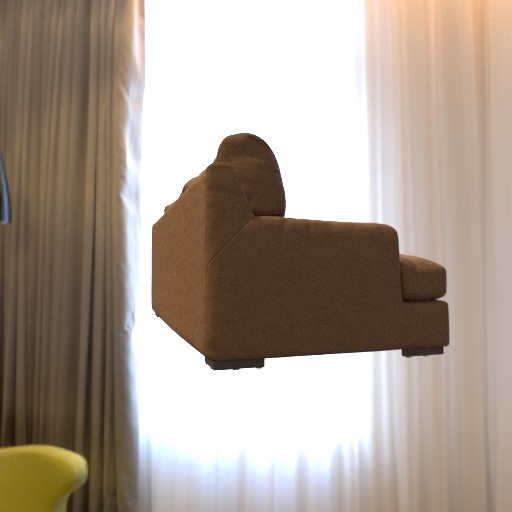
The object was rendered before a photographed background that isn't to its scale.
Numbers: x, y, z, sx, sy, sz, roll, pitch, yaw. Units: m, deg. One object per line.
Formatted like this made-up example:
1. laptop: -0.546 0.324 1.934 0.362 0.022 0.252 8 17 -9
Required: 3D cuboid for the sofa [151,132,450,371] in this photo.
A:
1. sofa: 0.000 0.000 2.872 1.140 0.950 2.274 1 -2 -18
